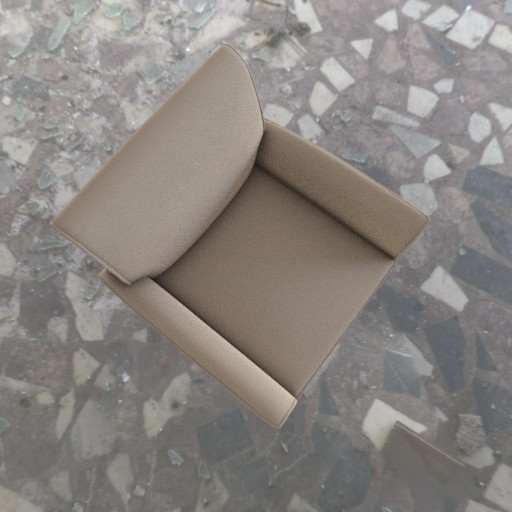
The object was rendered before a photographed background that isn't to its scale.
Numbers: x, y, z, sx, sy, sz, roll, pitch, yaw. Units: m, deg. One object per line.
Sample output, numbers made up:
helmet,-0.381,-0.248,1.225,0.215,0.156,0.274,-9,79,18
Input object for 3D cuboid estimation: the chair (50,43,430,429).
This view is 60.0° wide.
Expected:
chair,0.000,0.000,1.579,0.820,0.915,0.820,37,78,10
